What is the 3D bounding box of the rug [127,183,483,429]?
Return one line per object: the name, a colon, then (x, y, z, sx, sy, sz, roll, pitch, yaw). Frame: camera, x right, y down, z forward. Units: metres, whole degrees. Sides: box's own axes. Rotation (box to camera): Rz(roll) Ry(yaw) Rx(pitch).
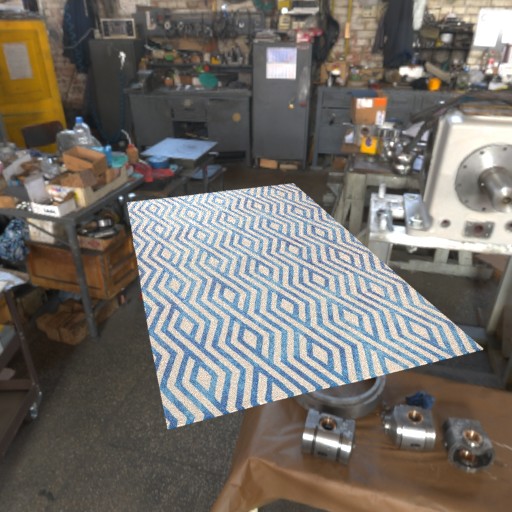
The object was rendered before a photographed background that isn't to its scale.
rug: (0.000, 0.000, 2.959, 1.531, 0.008, 2.439, -9, 30, -16)
